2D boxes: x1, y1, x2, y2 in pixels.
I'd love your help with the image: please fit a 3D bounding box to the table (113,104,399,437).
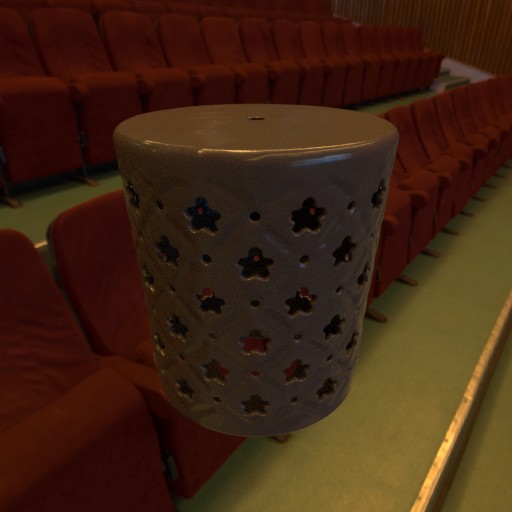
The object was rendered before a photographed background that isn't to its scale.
[{"bbox_3d":[0.000,0.000,0.645,0.352,0.387,0.352,0,26,0],"label":"table"}]
